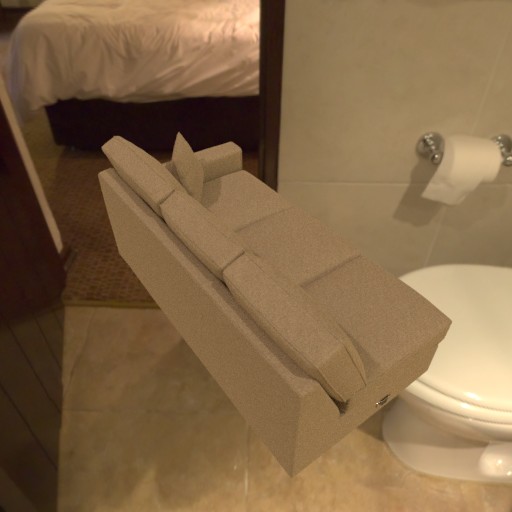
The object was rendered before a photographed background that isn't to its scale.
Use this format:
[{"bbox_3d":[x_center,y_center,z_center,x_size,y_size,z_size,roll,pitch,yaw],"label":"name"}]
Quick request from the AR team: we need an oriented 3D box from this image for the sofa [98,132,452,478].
[{"bbox_3d":[0.000,0.000,2.544,1.034,0.946,1.963,-26,48,-26],"label":"sofa"}]
